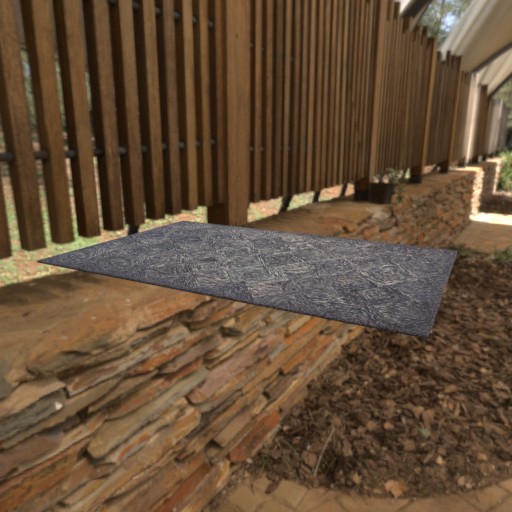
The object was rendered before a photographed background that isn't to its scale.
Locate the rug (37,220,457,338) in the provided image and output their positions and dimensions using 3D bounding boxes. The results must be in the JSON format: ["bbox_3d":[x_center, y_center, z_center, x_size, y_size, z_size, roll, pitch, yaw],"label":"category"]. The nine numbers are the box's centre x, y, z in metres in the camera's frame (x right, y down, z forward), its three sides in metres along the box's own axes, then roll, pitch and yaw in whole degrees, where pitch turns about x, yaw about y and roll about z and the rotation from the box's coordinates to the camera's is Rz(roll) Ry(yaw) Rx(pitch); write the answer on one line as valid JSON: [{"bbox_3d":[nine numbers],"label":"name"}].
[{"bbox_3d":[0.000,0.000,2.191,1.754,0.010,1.139,8,17,27],"label":"rug"}]
